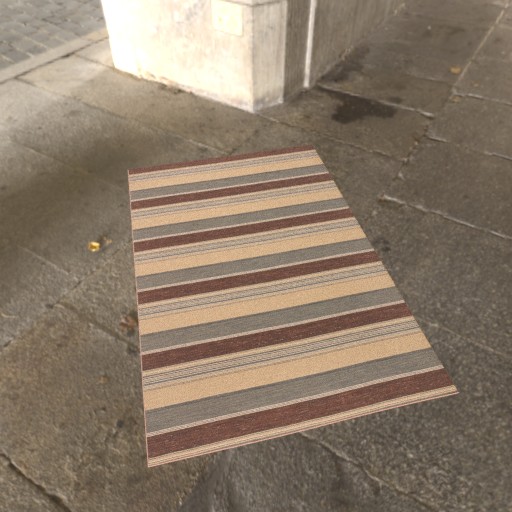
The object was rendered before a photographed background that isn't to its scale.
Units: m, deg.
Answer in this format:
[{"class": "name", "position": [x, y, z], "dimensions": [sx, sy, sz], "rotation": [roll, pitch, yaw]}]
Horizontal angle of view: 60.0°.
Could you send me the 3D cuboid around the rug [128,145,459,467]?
[{"class": "rug", "position": [0.000, 0.000, 2.271], "dimensions": [1.219, 0.008, 1.829], "rotation": [-10, 47, -9]}]
